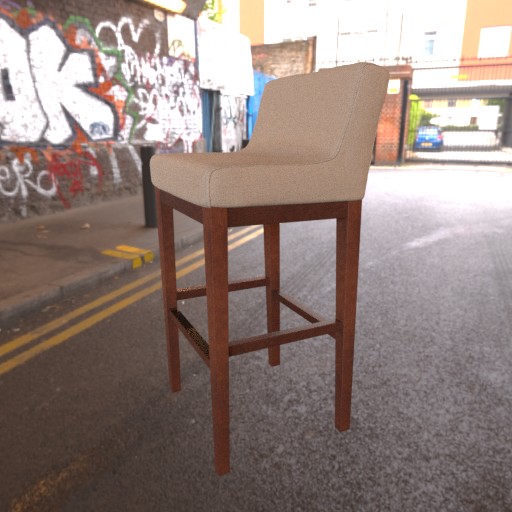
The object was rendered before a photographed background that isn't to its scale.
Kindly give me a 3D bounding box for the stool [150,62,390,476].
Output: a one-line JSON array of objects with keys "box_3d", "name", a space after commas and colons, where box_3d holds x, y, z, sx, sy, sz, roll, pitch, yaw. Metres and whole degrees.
[{"box_3d": [0.000, 0.000, 1.317, 0.500, 1.037, 0.511, -8, 18, -25], "name": "stool"}]
